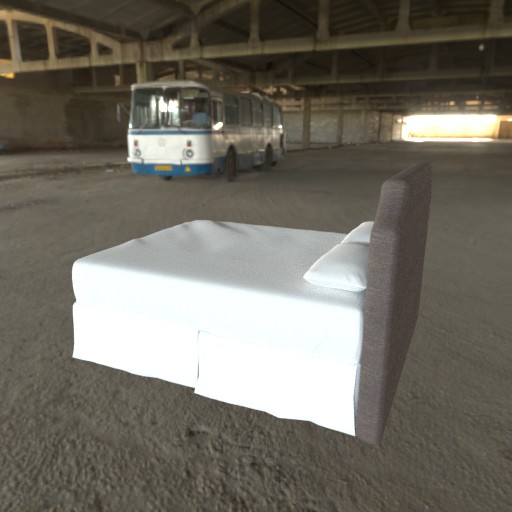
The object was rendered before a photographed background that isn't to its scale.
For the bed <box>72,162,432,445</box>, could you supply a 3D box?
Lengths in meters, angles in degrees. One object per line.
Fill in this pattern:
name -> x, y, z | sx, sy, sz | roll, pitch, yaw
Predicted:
bed -> 0.000, 0.000, 3.132 | 2.116, 1.290, 1.693 | 7, 18, 24
